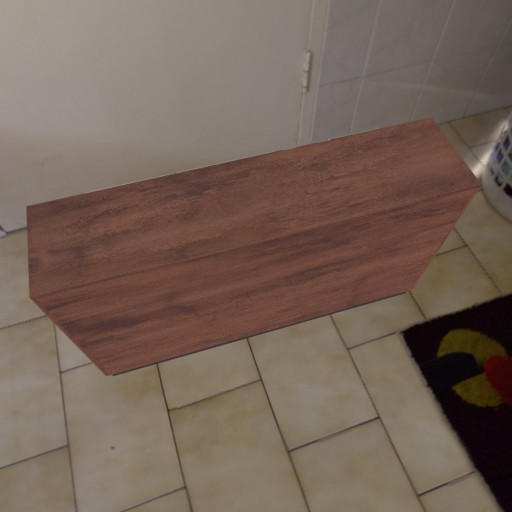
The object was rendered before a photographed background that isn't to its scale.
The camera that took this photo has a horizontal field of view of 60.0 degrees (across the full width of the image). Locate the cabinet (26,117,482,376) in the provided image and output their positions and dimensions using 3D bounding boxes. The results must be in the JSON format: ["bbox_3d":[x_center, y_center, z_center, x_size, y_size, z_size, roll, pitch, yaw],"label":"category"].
[{"bbox_3d":[0.000,0.000,1.990,1.600,0.900,0.420,-14,59,-9],"label":"cabinet"}]
